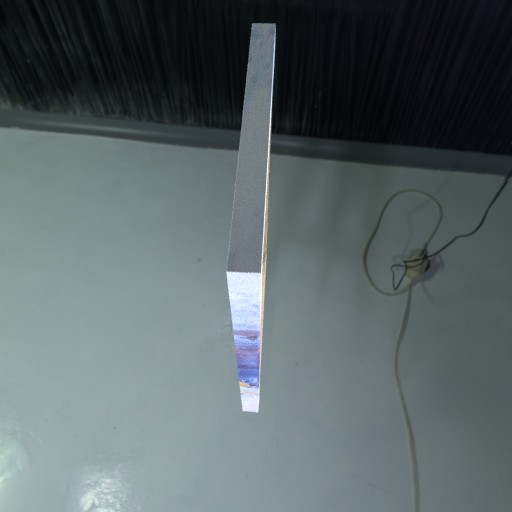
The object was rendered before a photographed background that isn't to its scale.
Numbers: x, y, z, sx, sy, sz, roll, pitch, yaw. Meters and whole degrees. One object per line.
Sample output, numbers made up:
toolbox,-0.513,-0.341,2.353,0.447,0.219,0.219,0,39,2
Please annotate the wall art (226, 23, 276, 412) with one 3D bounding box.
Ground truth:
wall art,0.000,0.000,1.129,0.048,0.874,0.583,3,59,2
